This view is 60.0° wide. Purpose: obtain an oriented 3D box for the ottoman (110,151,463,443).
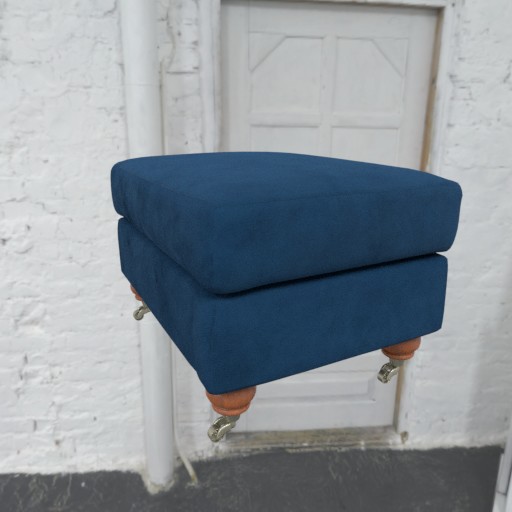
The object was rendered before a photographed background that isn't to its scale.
[{"bbox_3d":[0.000,0.000,1.128,0.572,0.503,0.773,-9,19,-27],"label":"ottoman"}]
